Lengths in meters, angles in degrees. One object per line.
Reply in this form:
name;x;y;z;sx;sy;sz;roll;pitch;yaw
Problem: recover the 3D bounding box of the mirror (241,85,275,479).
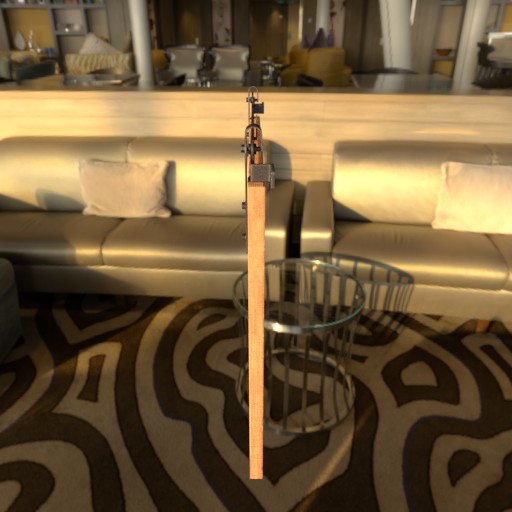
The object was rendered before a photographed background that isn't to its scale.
mirror;0.000;0.000;1.190;0.054;0.800;0.805;0;26;0
